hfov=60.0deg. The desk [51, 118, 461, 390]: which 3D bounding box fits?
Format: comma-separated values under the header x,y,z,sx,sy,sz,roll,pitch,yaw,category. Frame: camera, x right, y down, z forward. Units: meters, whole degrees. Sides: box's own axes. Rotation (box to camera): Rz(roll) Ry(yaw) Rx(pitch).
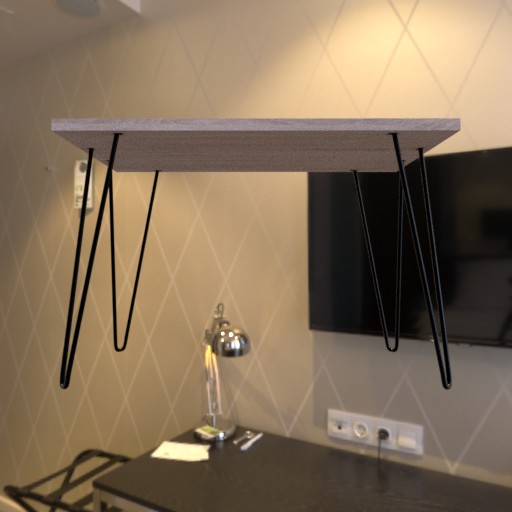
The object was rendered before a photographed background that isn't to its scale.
x,y,z,sx,sy,sz,roll,pitch,yaw,category
0.000,0.000,1.318,0.991,0.660,0.499,0,-1,0,desk
